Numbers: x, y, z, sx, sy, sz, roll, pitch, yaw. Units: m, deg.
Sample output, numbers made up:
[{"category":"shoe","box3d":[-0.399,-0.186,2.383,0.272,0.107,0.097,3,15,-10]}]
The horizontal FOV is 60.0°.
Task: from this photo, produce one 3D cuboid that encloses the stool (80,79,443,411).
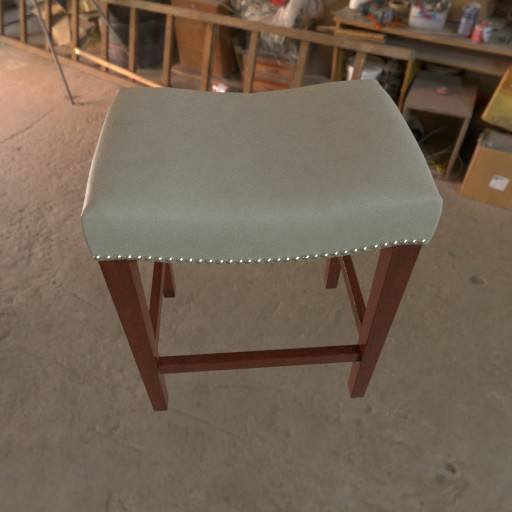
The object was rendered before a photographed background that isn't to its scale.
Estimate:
[{"category":"stool","box3d":[0.000,0.000,0.931,0.509,0.632,0.375,-3,47,-3]}]
